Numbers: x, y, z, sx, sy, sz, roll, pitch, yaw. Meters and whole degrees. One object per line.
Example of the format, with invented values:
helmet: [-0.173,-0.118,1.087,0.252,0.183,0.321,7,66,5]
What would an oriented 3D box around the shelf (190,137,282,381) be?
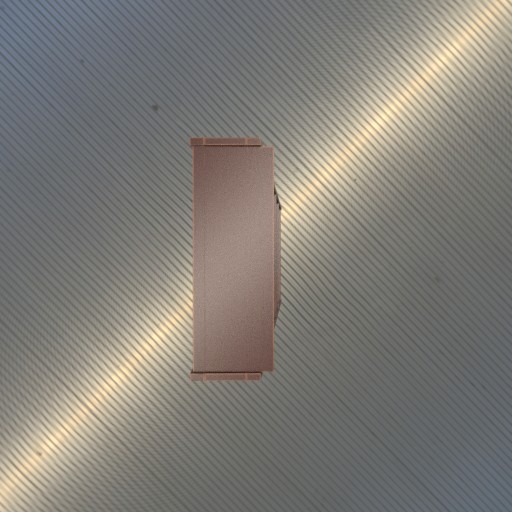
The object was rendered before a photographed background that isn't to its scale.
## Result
shelf: [0.000,0.000,2.141,0.381,1.892,0.660,0,91,-1]
